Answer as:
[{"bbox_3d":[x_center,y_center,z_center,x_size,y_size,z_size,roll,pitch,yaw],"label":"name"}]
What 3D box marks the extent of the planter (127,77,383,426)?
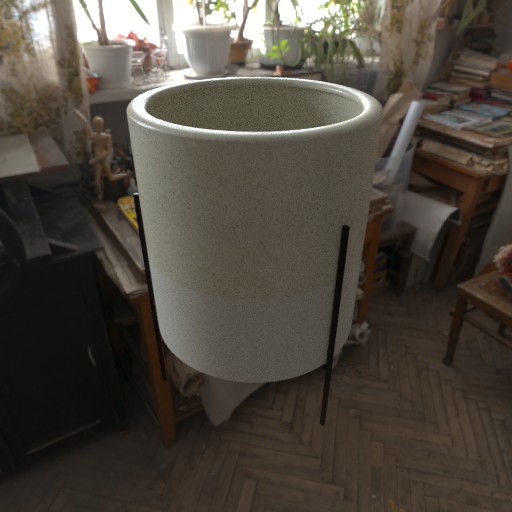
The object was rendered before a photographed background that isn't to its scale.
[{"bbox_3d":[0.000,0.000,0.704,0.324,0.483,0.333,10,33,16],"label":"planter"}]
